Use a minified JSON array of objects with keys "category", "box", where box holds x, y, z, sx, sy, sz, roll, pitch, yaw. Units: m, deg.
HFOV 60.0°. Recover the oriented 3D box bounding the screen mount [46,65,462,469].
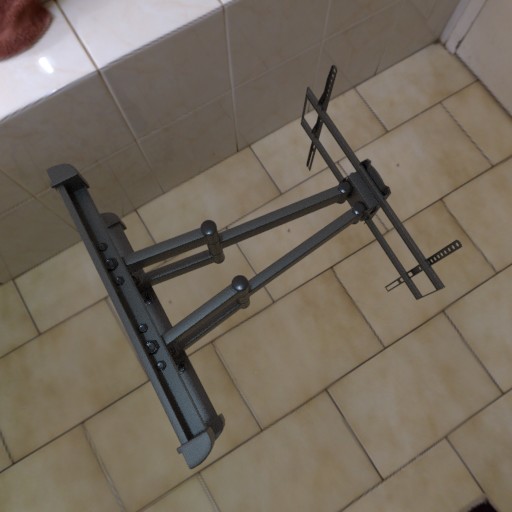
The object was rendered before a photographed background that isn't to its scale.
[{"category":"screen mount","box":[0.000,0.000,0.938,0.556,0.424,0.571,-29,77,-7]}]
